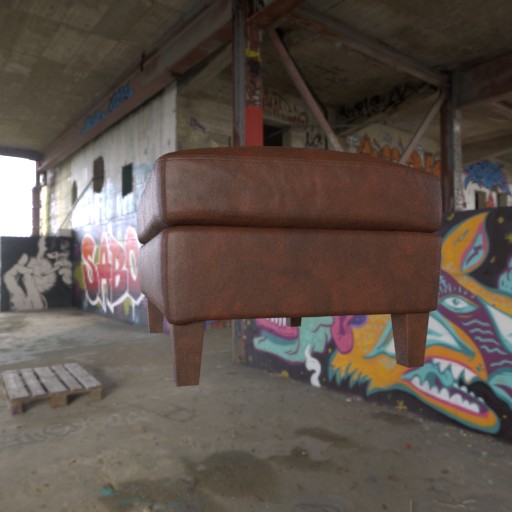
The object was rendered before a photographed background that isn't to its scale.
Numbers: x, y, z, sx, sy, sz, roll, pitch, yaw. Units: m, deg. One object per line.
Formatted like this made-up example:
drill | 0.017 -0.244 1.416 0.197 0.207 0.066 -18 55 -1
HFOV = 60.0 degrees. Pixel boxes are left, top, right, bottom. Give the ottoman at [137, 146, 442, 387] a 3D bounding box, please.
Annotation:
ottoman | 0.000 0.000 1.313 0.659 0.527 0.887 0 -1 -18
